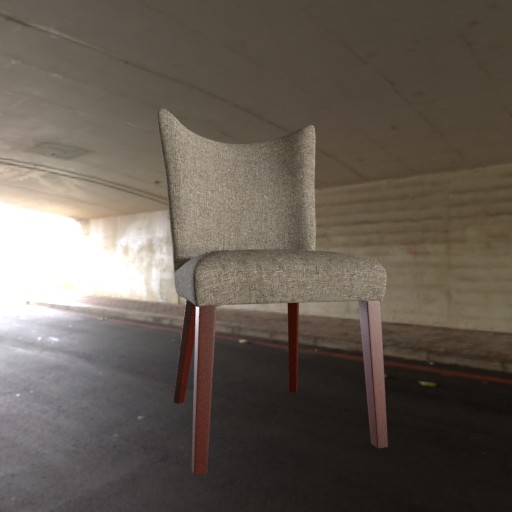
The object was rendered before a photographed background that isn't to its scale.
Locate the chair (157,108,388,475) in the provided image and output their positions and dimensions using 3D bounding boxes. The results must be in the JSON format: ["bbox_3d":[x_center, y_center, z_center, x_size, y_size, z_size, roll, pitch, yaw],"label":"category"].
[{"bbox_3d":[0.000,0.000,1.291,0.535,0.924,0.623,0,-1,-18],"label":"chair"}]
